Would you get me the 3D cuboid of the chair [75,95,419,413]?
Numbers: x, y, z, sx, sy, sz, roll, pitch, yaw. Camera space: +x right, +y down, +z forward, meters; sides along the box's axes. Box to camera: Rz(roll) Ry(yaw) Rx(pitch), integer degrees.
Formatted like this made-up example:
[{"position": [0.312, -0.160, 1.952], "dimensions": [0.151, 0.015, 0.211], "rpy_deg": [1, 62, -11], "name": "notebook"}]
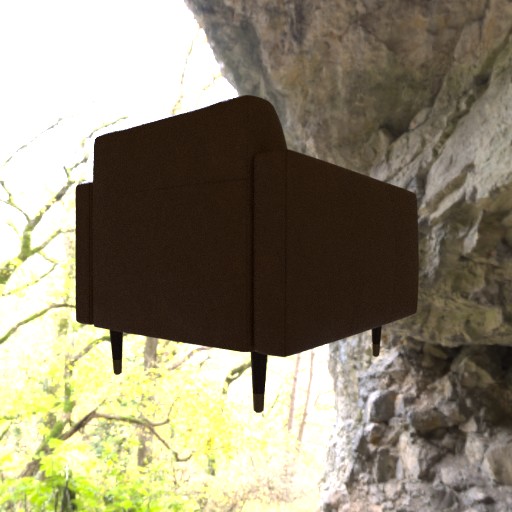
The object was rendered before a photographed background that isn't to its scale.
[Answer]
[{"position": [0.000, 0.000, 1.665], "dimensions": [0.953, 0.819, 0.998], "rpy_deg": [0, 0, 37], "name": "chair"}]
